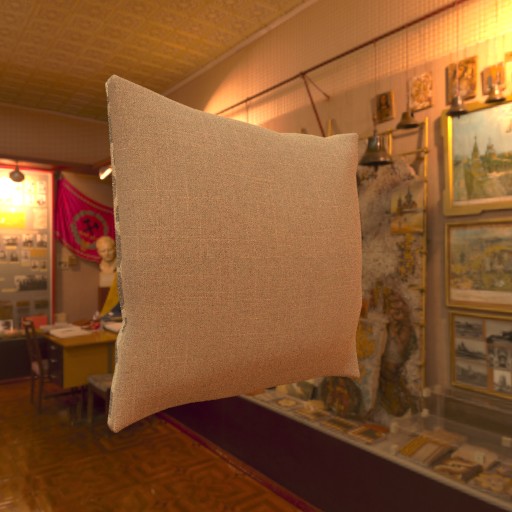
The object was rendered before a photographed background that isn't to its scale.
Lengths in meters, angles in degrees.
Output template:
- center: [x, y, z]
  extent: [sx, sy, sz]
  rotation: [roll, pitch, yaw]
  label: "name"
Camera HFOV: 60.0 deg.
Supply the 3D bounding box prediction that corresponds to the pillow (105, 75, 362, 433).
- center: [0.000, 0.000, 0.762]
  extent: [0.508, 0.498, 0.215]
  rotation: [0, 0, -36]
  label: "pillow"
